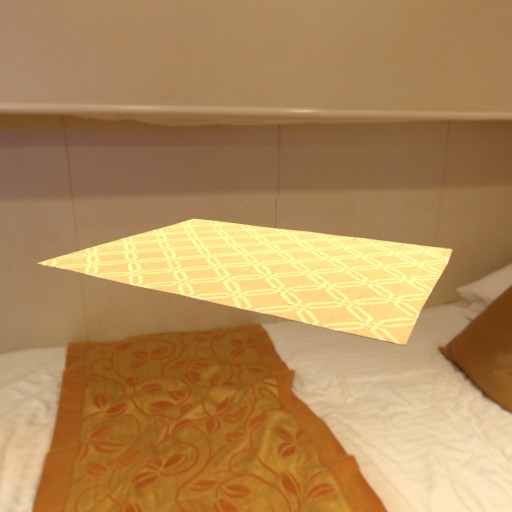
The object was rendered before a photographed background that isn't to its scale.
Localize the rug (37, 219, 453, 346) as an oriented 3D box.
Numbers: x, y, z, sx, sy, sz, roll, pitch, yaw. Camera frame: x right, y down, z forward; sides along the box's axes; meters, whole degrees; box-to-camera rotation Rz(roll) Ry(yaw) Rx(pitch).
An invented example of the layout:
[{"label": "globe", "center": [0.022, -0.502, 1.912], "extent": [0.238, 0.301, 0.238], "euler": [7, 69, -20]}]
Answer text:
[{"label": "rug", "center": [0.000, 0.000, 4.373], "extent": [3.365, 0.020, 2.452], "euler": [9, 18, 28]}]
